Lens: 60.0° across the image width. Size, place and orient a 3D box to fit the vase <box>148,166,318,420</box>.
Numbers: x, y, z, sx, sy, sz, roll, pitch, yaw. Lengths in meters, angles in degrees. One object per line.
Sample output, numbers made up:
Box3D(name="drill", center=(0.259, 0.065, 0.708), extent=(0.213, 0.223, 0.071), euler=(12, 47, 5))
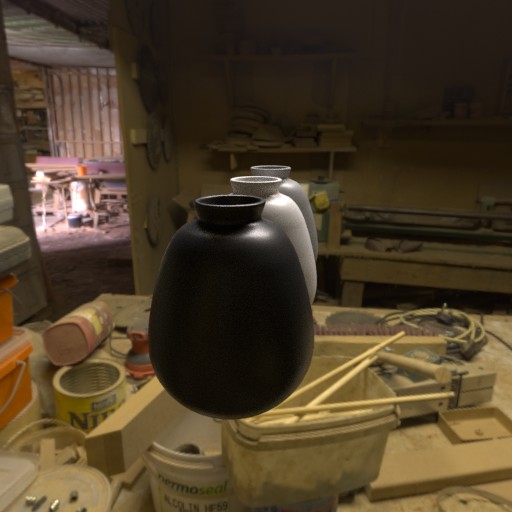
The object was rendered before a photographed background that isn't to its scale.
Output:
Box3D(name="vase", center=(0.000, 0.000, 0.354), extent=(0.097, 0.122, 0.297), euler=(2, 16, 8))
